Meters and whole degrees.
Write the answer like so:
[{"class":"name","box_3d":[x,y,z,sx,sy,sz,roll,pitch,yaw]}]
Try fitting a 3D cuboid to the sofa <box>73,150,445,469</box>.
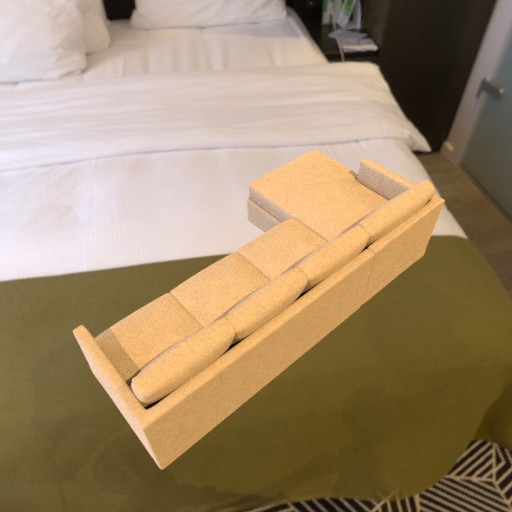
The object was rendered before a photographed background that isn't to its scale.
[{"class":"sofa","box_3d":[0.000,0.000,3.911,3.198,0.920,1.638,-32,54,-27]}]
